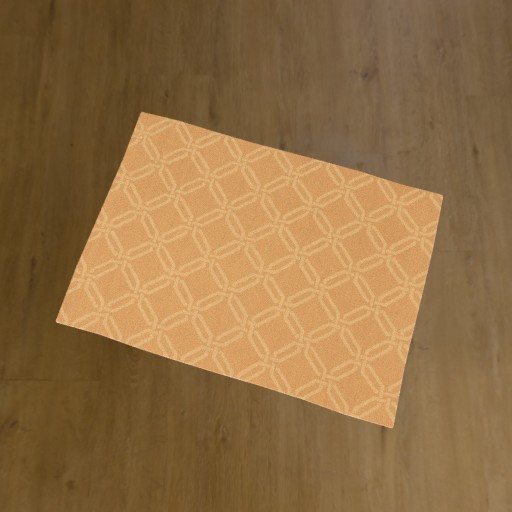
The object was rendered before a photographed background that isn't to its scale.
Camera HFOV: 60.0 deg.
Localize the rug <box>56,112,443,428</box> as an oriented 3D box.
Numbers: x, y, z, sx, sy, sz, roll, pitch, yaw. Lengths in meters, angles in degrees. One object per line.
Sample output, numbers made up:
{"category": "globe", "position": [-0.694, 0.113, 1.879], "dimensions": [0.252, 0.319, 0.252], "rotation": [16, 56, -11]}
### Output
{"category": "rug", "position": [0.000, 0.000, 2.820], "dimensions": [2.135, 0.013, 1.524], "rotation": [16, 77, 4]}
